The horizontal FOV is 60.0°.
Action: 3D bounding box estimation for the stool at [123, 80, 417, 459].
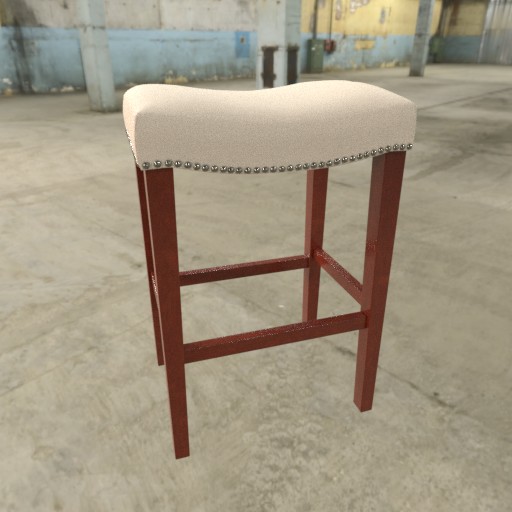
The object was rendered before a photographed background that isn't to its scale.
[{"bbox_3d":[0.000,0.000,1.020,0.504,0.742,0.372,-8,26,-16],"label":"stool"}]
